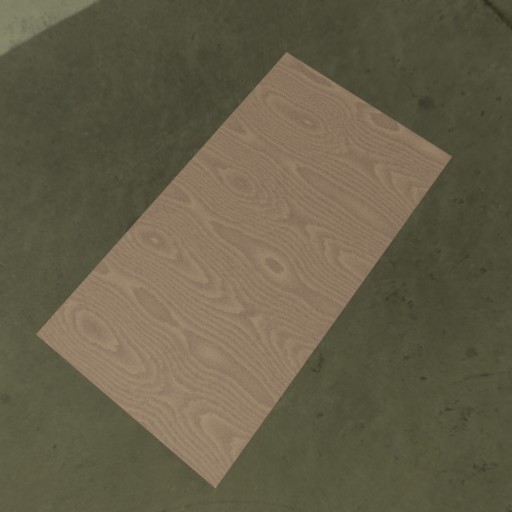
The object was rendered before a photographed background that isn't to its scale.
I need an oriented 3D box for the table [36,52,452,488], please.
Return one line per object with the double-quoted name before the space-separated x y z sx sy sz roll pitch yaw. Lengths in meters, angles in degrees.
"table" 0.000 0.000 1.494 0.651 0.347 1.197 36 77 9
